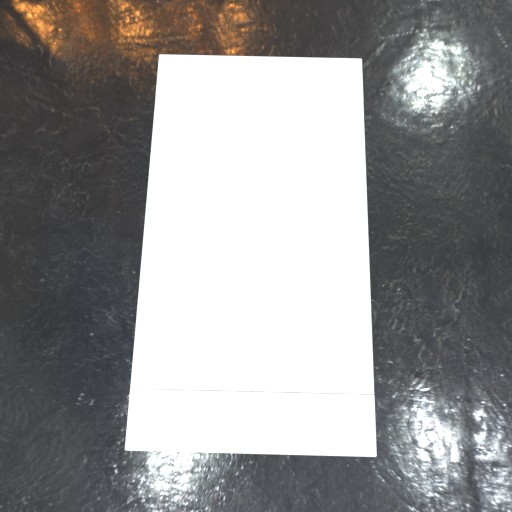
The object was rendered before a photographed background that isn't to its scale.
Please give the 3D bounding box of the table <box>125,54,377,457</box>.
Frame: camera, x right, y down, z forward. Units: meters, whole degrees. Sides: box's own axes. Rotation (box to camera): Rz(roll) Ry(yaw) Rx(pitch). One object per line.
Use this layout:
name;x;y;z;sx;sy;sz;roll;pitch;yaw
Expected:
table;0.000;0.000;1.392;0.600;0.495;1.062;1;76;0
